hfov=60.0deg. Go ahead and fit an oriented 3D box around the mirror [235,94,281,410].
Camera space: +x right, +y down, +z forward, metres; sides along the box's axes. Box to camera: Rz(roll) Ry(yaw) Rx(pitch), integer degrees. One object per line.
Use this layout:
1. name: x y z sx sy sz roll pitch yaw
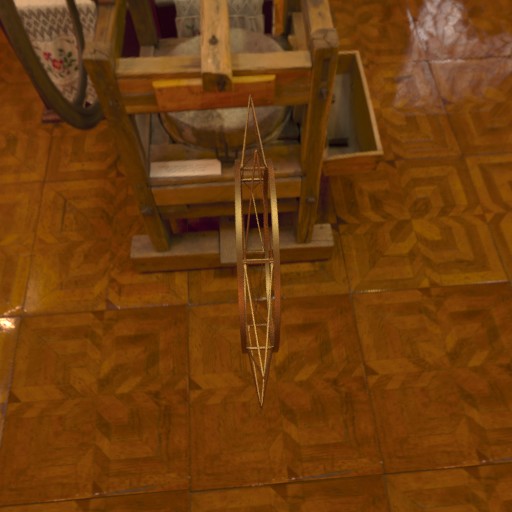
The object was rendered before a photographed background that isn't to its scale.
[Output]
1. mirror: 0.000 0.000 0.808 0.062 0.581 0.498 -2 63 -1
